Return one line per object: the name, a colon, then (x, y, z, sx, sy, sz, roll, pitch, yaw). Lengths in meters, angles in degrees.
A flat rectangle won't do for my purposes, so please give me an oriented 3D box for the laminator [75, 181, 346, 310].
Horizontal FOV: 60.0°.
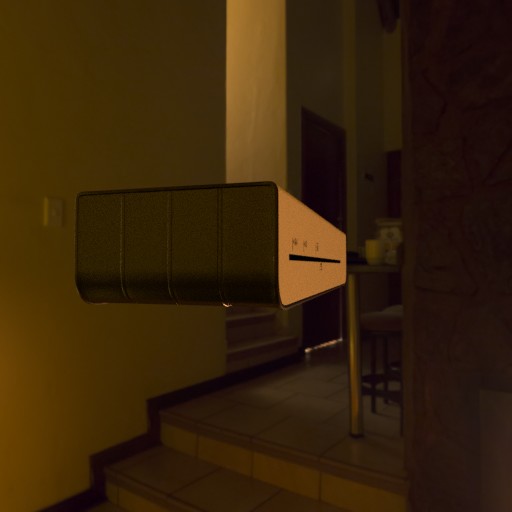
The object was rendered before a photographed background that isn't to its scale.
laminator: (0.000, 0.000, 0.385, 0.123, 0.062, 0.340, 0, -1, 17)
